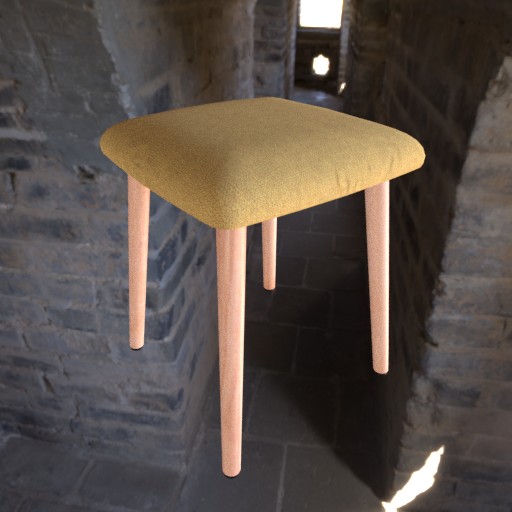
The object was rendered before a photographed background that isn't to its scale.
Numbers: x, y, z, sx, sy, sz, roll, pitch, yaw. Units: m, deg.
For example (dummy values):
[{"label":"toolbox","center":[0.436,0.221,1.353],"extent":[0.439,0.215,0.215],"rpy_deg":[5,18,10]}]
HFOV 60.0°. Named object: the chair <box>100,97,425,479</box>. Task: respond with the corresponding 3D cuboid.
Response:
[{"label":"chair","center":[0.000,0.000,0.706],"extent":[0.350,0.440,0.350],"rpy_deg":[-21,37,-31]}]
